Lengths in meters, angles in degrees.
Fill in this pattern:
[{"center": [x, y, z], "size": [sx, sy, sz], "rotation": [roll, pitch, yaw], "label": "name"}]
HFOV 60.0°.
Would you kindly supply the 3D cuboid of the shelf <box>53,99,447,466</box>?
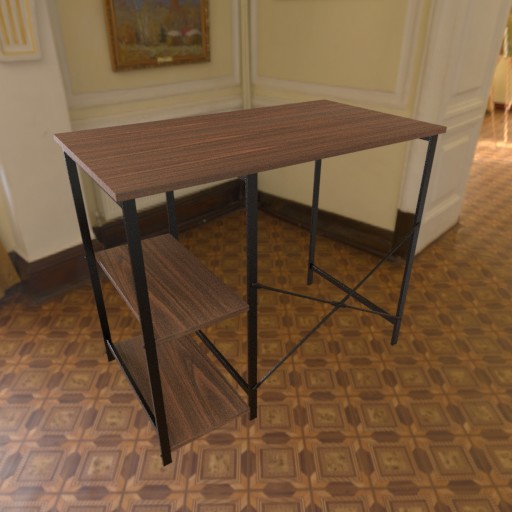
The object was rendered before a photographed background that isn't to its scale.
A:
[{"center": [0.000, 0.000, 1.338], "size": [0.902, 0.750, 0.498], "rotation": [-18, 34, -29], "label": "shelf"}]
